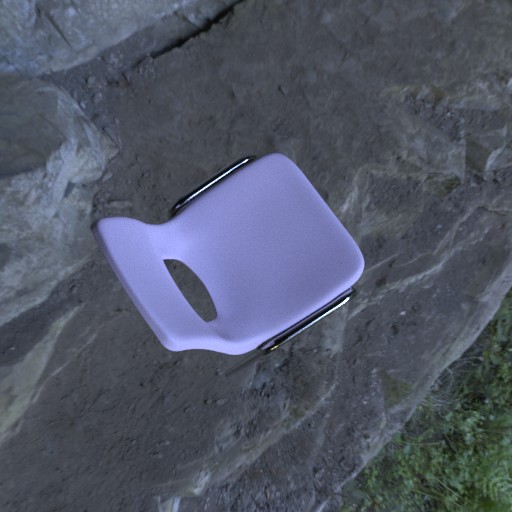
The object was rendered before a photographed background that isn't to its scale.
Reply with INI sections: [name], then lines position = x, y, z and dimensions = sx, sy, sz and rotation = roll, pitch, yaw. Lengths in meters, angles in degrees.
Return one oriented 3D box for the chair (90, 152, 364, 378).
[chair]
position = 0.000, 0.000, 0.950
dimensions = 0.436, 0.704, 0.381
rotation = -34, 79, -7
